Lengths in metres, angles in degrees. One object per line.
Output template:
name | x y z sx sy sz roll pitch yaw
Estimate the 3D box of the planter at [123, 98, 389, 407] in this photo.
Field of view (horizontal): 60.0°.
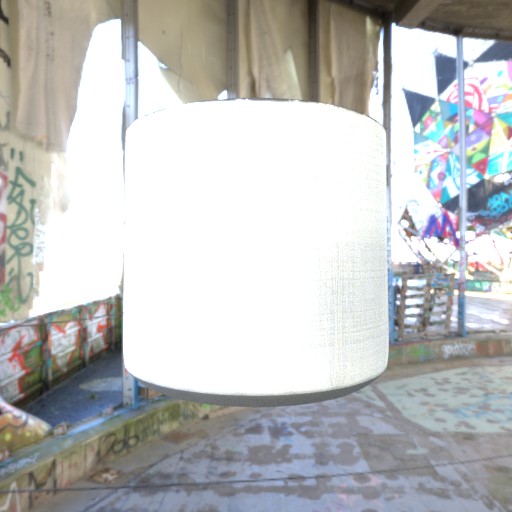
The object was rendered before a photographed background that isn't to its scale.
planter | 0.000 0.000 0.385 0.221 0.201 0.221 0 0 0
